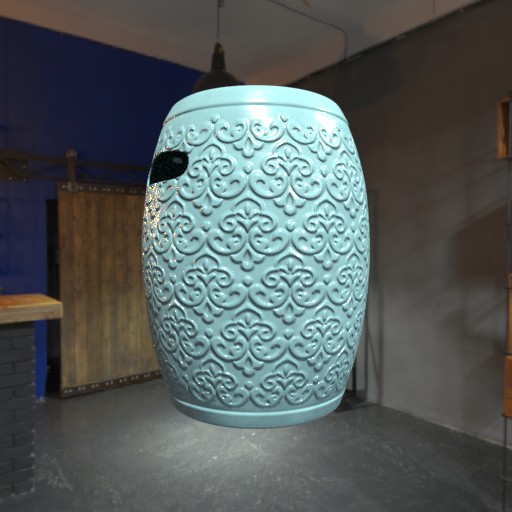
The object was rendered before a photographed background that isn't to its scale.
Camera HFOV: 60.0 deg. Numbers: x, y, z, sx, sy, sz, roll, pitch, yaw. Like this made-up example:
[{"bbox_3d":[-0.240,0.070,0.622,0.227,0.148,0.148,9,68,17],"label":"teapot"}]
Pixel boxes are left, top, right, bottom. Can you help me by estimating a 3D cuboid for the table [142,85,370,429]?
[{"bbox_3d":[0.000,0.000,0.621,0.309,0.397,0.309,0,2,0],"label":"table"}]
